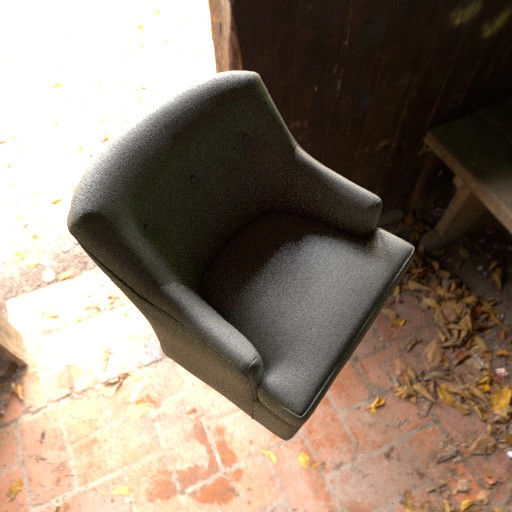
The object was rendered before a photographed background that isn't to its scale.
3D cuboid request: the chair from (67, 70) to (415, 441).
[{"bbox_3d":[0.000,0.000,1.598,0.923,0.856,0.864,32,63,19],"label":"chair"}]
